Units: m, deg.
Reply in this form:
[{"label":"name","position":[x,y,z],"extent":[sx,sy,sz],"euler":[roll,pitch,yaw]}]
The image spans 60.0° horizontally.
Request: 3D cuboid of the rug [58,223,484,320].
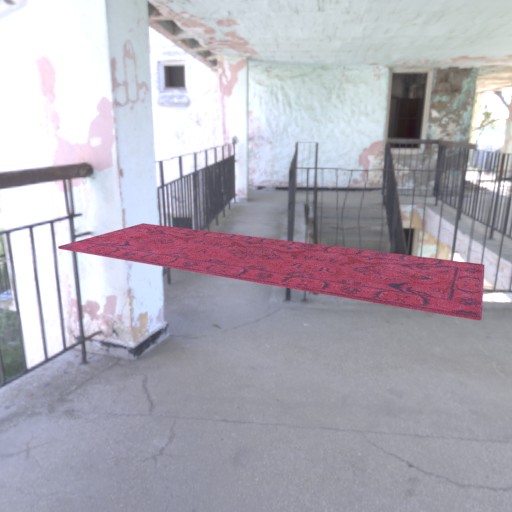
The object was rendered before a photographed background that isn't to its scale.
[{"label":"rug","position":[0.000,0.000,2.650],"extent":[2.439,0.018,0.813],"euler":[8,18,26]}]
